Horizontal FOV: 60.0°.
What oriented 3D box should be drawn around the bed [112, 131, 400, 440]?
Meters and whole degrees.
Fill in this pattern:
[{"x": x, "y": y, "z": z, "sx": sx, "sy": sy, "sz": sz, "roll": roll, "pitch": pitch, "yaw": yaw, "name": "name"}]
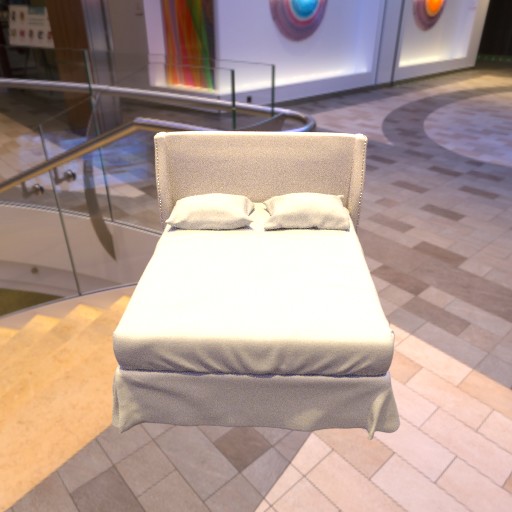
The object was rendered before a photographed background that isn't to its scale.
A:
[{"x": 0.000, "y": 0.000, "z": 3.401, "sx": 1.925, "sy": 1.332, "sz": 2.276, "roll": 1, "pitch": 30, "yaw": 2, "name": "bed"}]
